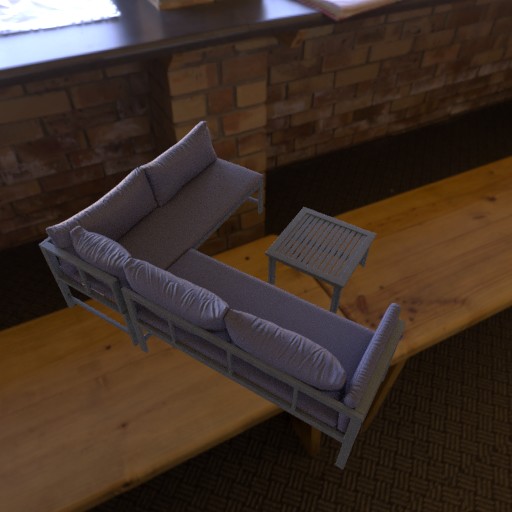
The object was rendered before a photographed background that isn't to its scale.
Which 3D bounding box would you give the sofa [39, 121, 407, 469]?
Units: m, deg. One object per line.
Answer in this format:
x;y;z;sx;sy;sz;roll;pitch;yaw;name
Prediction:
0.000;0.000;3.029;2.149;0.762;1.658;24;50;22;sofa
